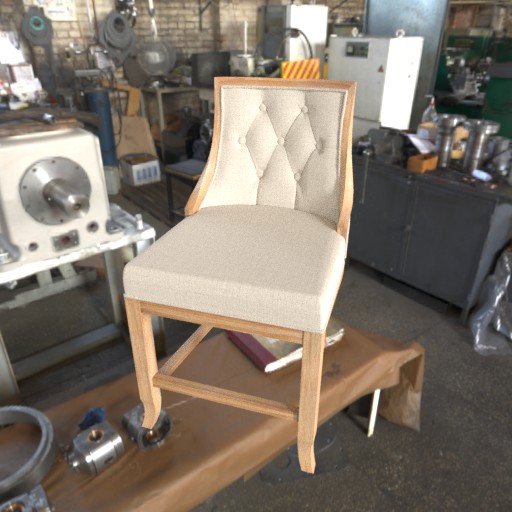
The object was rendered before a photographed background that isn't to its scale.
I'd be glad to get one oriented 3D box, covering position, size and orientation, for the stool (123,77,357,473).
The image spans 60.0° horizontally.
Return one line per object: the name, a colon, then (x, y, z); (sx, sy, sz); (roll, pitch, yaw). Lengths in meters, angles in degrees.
stool: (0.000, 0.000, 1.318); (0.524, 0.938, 0.626); (8, 28, 16)
